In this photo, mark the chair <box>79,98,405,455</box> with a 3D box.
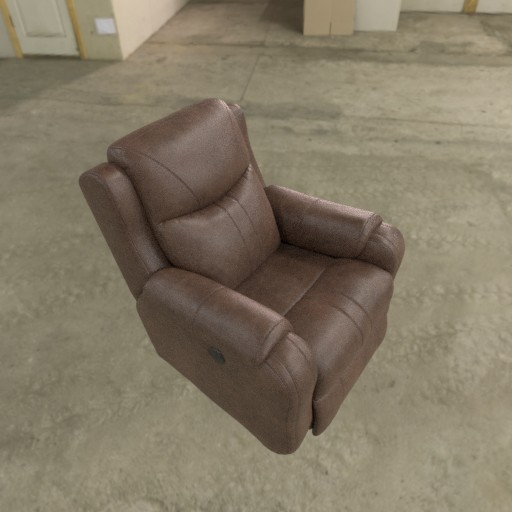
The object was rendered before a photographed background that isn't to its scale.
[{"bbox_3d":[0.000,0.000,1.819,1.067,0.990,0.940,25,47,26],"label":"chair"}]
